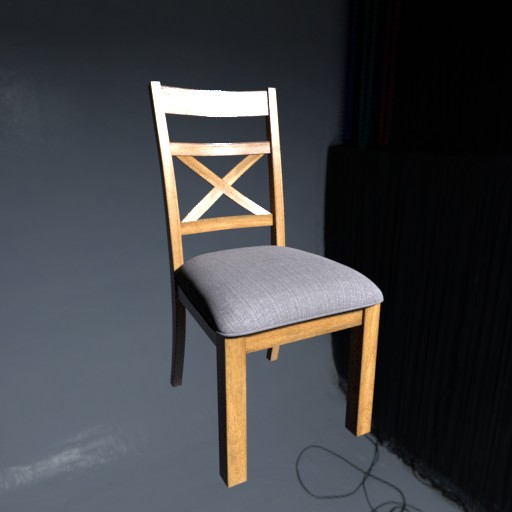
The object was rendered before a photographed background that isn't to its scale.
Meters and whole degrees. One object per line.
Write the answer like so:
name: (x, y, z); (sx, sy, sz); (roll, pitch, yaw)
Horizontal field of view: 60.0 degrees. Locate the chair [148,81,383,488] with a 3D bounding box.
chair: (0.000, 0.000, 1.252); (0.470, 0.949, 0.581); (-8, 17, -27)
